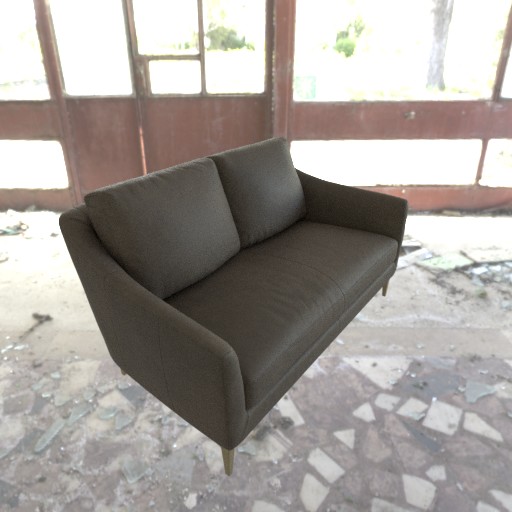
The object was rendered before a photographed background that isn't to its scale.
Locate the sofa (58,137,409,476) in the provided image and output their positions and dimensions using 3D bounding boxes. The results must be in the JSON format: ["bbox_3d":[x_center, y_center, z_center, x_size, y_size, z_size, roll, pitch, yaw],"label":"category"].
[{"bbox_3d":[0.000,0.000,2.161,0.960,0.902,1.619,18,32,31],"label":"sofa"}]
